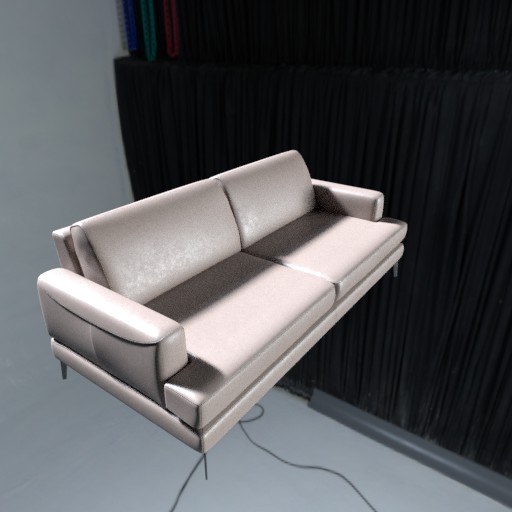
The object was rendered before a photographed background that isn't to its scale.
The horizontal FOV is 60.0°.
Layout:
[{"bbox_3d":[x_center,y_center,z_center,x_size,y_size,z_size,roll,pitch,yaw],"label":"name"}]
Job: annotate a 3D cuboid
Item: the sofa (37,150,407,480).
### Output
[{"bbox_3d":[0.000,0.000,2.334,0.974,0.765,1.940,18,31,32],"label":"sofa"}]
